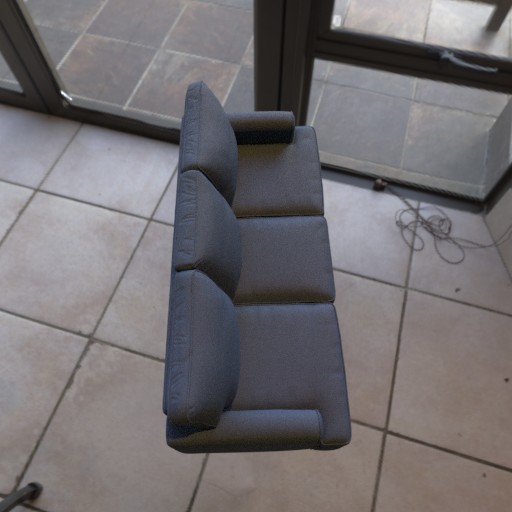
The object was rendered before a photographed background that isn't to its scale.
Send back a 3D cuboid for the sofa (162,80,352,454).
[{"bbox_3d":[0.000,0.000,2.700,0.951,0.965,2.158,-1,62,-1],"label":"sofa"}]
